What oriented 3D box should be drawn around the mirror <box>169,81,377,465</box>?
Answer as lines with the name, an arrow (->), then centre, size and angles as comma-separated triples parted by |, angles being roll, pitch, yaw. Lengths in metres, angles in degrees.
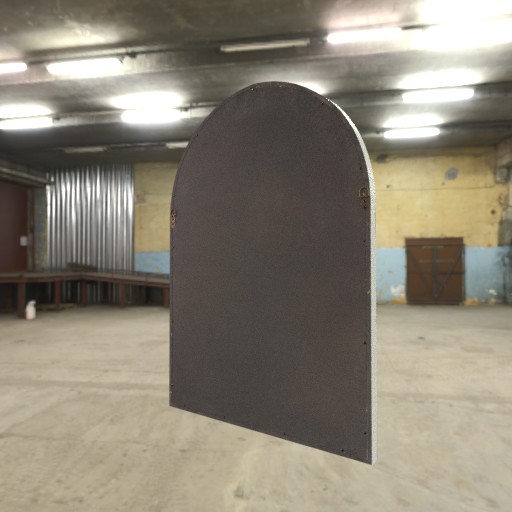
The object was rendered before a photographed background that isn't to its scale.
mirror -> 0.000, 0.000, 1.188 | 0.660, 0.920, 0.032 | -1, -2, 38
